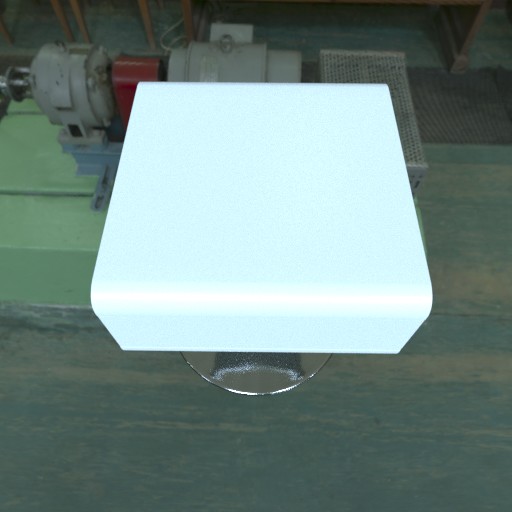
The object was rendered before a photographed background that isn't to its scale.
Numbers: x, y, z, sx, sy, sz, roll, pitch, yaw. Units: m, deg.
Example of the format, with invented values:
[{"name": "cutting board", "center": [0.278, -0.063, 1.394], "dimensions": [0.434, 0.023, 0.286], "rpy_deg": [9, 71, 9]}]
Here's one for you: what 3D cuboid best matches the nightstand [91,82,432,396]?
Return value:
[{"name": "nightstand", "center": [0.000, 0.000, 0.785], "dimensions": [0.404, 0.447, 0.399], "rpy_deg": [1, 59, 0]}]
